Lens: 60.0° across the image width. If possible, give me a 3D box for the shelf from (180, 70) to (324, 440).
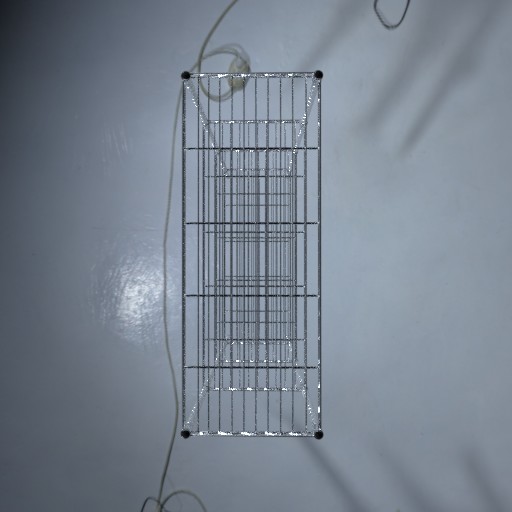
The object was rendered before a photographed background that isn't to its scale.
[{"bbox_3d":[0.000,0.000,1.767,0.352,1.360,0.907,0,90,1],"label":"shelf"}]
